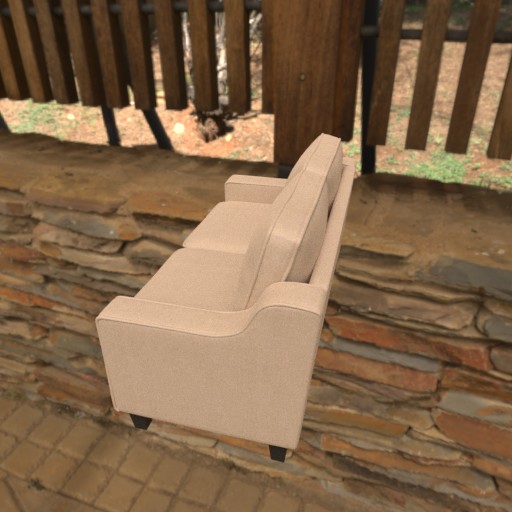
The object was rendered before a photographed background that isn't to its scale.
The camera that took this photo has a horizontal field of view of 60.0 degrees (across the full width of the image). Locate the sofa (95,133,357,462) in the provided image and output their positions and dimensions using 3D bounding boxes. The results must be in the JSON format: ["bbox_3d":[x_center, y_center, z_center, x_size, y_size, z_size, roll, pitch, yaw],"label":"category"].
[{"bbox_3d":[0.000,0.000,3.590,1.351,1.562,2.587,7,30,13],"label":"sofa"}]
